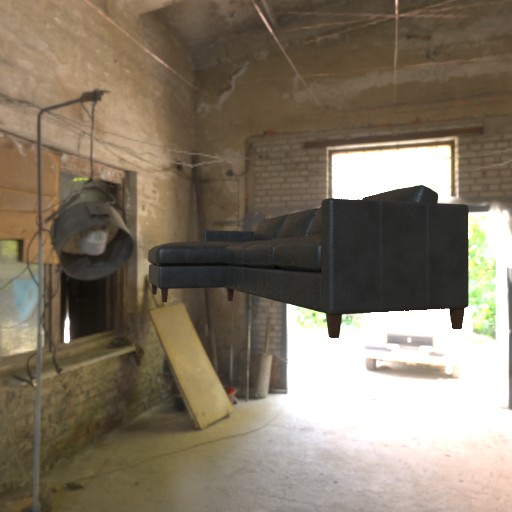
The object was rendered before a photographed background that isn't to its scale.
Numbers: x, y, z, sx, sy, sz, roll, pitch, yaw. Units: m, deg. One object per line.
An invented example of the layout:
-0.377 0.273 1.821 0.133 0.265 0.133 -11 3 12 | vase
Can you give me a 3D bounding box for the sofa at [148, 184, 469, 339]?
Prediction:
0.000 0.000 3.873 1.581 0.883 3.203 0 0 -19 | sofa
